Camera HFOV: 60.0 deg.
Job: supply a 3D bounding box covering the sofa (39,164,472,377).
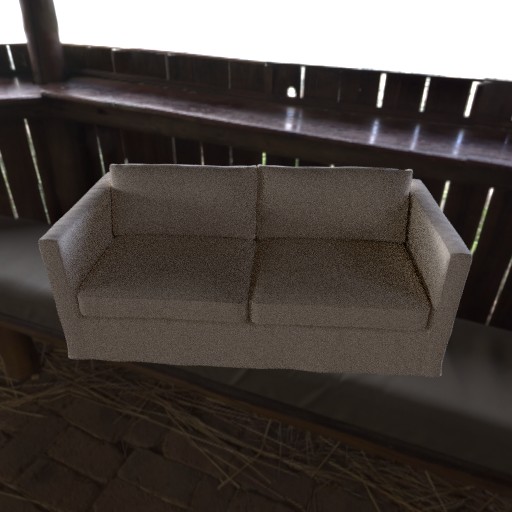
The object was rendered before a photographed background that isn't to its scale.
[{"bbox_3d":[0.000,0.000,2.510,1.987,0.870,0.940,2,31,3],"label":"sofa"}]
